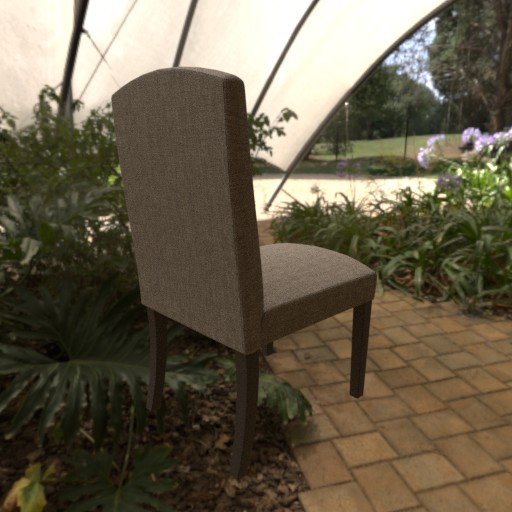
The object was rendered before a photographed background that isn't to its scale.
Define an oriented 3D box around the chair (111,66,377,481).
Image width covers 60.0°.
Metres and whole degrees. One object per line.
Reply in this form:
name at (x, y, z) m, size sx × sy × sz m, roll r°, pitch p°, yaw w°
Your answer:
chair at (0.000, 0.000, 1.234) m, size 0.580 × 0.917 × 0.451 m, roll -13°, pitch 20°, yaw -42°
